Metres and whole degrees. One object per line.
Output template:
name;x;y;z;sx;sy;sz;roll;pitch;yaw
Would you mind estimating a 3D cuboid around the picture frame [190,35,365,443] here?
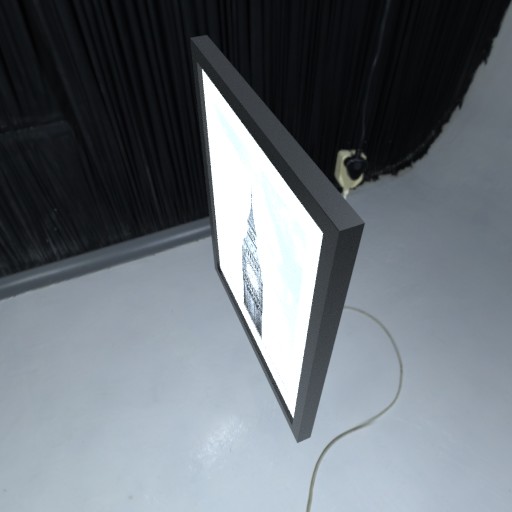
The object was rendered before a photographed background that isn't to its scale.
picture frame;0.000;0.000;0.760;0.028;0.556;0.460;-17;51;-15
